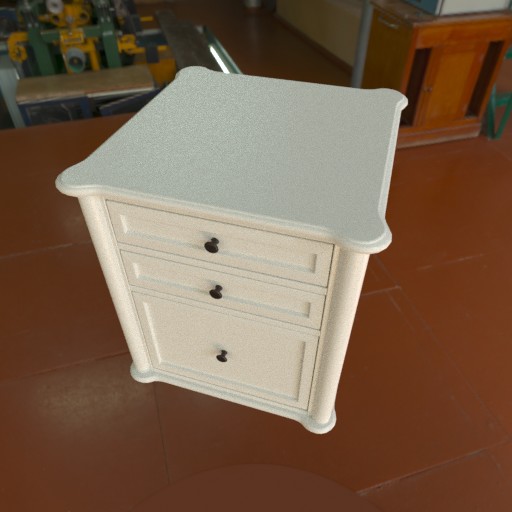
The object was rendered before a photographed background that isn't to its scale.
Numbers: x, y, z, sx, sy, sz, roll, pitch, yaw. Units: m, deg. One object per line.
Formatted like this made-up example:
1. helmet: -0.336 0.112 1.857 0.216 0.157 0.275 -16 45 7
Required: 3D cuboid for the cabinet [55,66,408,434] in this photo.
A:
1. cabinet: 0.000 0.000 1.227 0.628 0.761 0.627 12 45 12
